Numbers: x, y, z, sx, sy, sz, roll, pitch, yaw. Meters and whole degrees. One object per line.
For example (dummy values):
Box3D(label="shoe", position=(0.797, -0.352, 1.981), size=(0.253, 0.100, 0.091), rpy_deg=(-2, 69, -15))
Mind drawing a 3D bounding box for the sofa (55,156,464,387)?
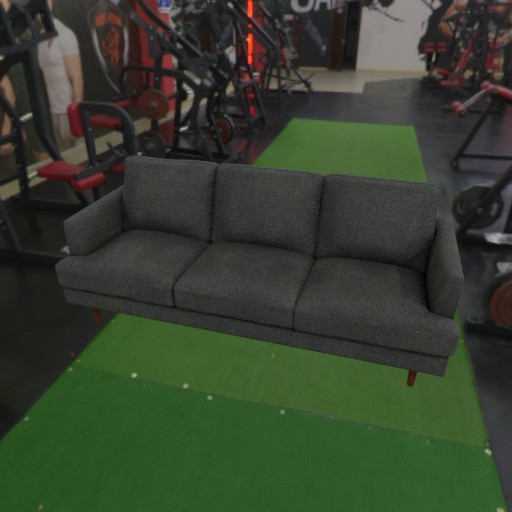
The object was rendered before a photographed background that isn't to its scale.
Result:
Box3D(label="sofa", position=(0.000, 0.000, 2.683), size=(2.246, 0.930, 0.903), rpy_deg=(8, 30, 15))
